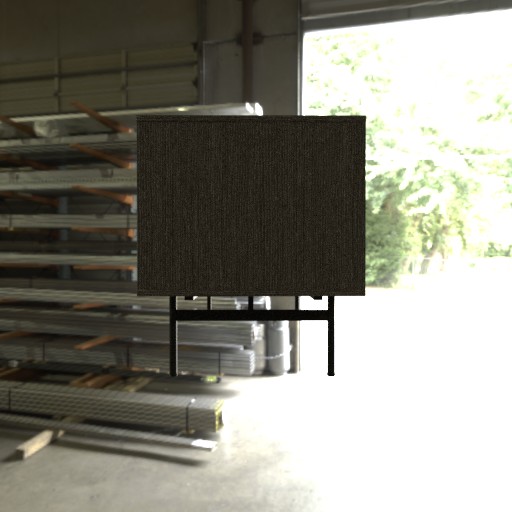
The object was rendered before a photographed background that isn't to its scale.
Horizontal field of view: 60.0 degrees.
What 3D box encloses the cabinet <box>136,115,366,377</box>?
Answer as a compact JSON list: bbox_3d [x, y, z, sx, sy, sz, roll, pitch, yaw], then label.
[{"bbox_3d":[0.000,0.000,1.570,0.500,0.599,1.300,0,1,0],"label":"cabinet"}]
